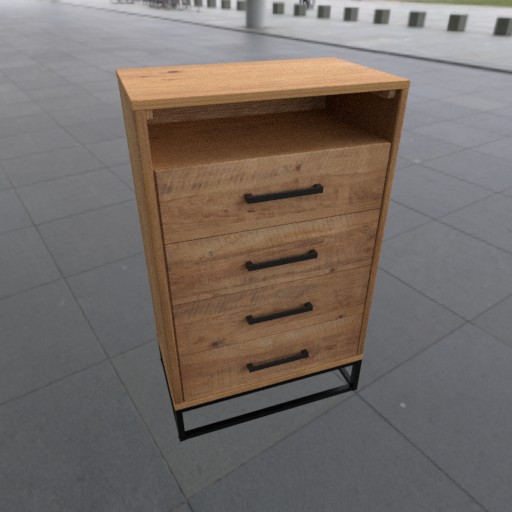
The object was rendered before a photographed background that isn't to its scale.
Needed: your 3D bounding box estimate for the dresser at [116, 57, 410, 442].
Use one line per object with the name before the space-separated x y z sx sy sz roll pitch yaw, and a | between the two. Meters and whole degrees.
dresser | 0.000 0.000 1.616 0.761 1.240 0.479 -11 33 -16
